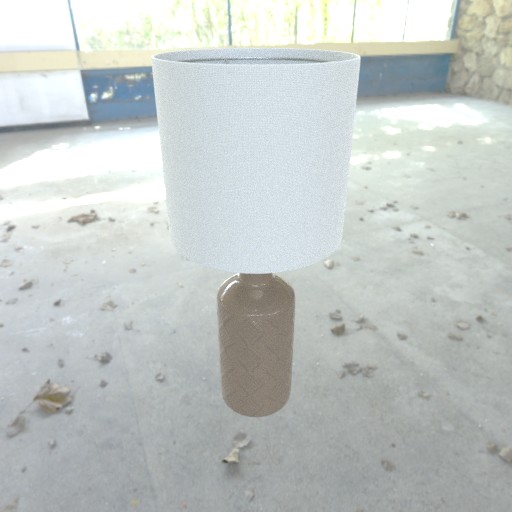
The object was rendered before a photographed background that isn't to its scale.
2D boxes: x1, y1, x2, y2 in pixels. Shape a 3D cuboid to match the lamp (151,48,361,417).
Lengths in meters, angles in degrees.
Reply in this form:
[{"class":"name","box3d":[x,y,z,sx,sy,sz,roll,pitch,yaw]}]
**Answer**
[{"class":"lamp","box3d":[0.000,0.000,0.556,0.207,0.461,0.207,-11,30,-19]}]
